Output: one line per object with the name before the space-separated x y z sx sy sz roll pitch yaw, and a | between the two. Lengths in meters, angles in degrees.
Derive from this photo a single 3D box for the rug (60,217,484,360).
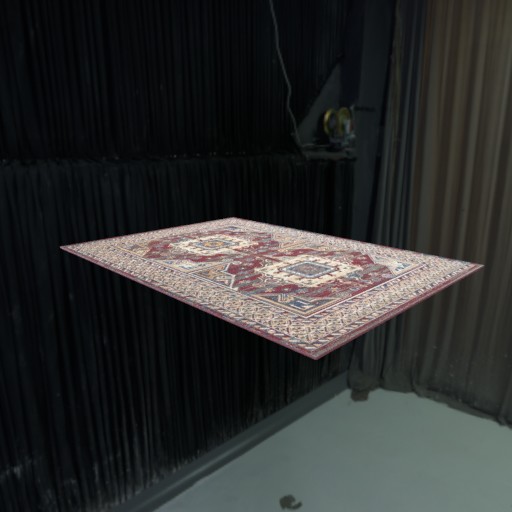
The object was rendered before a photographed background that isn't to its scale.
rug | 0.000 0.000 2.829 1.599 0.011 2.210 -15 21 -43
